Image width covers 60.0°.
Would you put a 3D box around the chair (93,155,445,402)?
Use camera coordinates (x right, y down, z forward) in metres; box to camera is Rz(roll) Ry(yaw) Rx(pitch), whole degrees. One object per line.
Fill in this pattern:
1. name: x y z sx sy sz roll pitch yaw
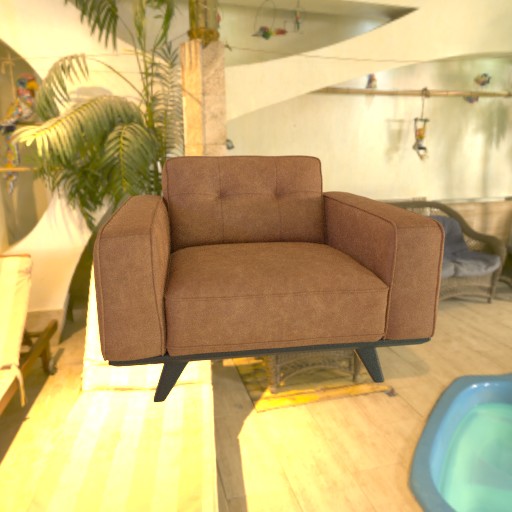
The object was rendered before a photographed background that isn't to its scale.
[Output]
1. chair: 0.000 0.000 1.808 1.118 0.782 0.952 -2 15 -9
